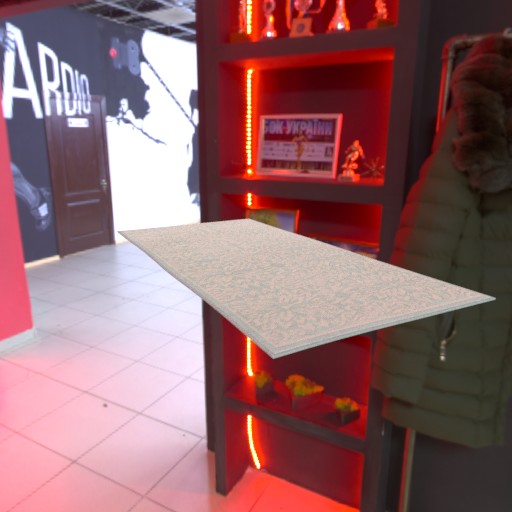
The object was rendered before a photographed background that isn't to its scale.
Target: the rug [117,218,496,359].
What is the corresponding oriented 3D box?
[{"bbox_3d":[0.000,0.000,1.407,0.604,0.007,1.219,-8,17,-28],"label":"rug"}]
